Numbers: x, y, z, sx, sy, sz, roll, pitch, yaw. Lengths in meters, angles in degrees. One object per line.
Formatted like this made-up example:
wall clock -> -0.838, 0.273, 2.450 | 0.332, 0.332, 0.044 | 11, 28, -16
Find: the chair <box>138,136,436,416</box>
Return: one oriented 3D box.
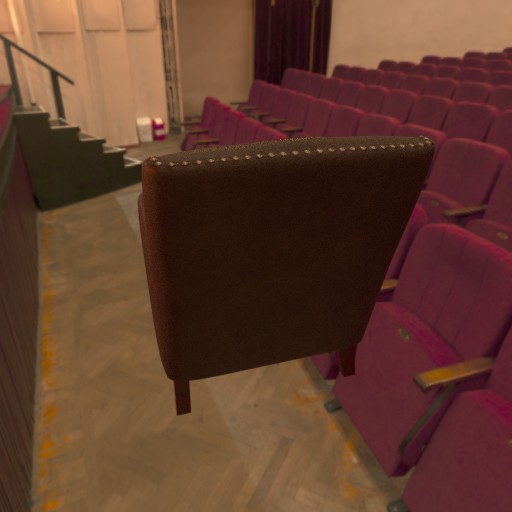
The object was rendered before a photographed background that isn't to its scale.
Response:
chair -> 0.000, 0.000, 1.335 | 0.639, 0.813, 0.704 | -8, 28, -16
